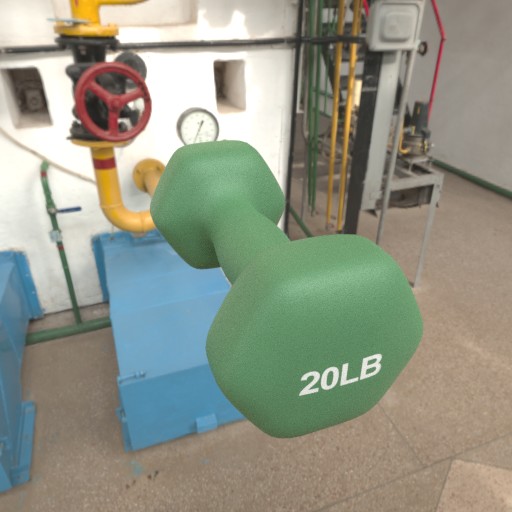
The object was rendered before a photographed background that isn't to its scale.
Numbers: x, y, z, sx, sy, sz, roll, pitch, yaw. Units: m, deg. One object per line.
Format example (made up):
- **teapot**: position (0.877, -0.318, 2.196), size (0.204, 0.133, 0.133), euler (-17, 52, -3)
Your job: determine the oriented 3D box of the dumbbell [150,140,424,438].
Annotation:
- **dumbbell**: position (0.000, 0.000, 0.328), size (0.126, 0.114, 0.257), euler (-10, 32, -17)
